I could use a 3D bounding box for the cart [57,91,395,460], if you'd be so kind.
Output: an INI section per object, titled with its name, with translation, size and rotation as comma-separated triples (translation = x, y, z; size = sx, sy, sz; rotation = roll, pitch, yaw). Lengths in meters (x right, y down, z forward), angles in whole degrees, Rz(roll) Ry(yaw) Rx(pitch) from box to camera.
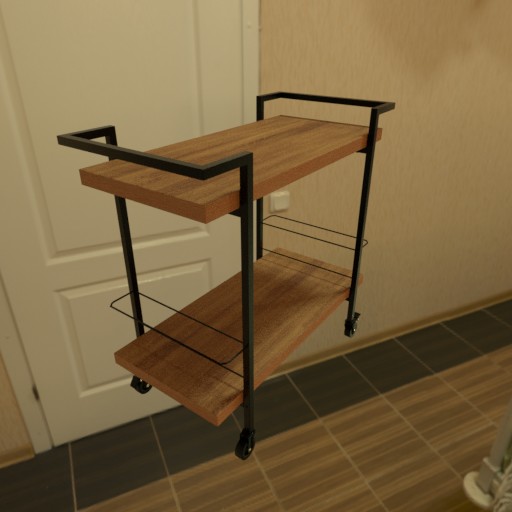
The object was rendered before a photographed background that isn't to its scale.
[cart]
translation = 0.000, 0.000, 1.248
size = 0.406, 0.762, 0.806
rotation = 19, 33, 32
